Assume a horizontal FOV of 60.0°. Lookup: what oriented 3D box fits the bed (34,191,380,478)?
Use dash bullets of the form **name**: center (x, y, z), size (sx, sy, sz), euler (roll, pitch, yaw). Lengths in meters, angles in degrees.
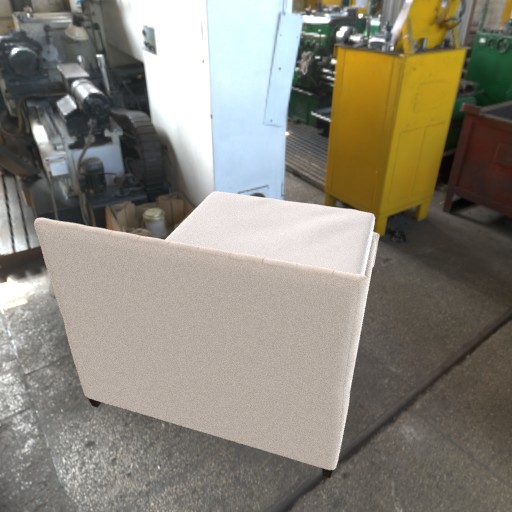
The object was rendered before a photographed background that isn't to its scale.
- **bed**: center (0.000, 0.000, 3.286), size (1.696, 1.426, 2.233), euler (10, 34, 15)
